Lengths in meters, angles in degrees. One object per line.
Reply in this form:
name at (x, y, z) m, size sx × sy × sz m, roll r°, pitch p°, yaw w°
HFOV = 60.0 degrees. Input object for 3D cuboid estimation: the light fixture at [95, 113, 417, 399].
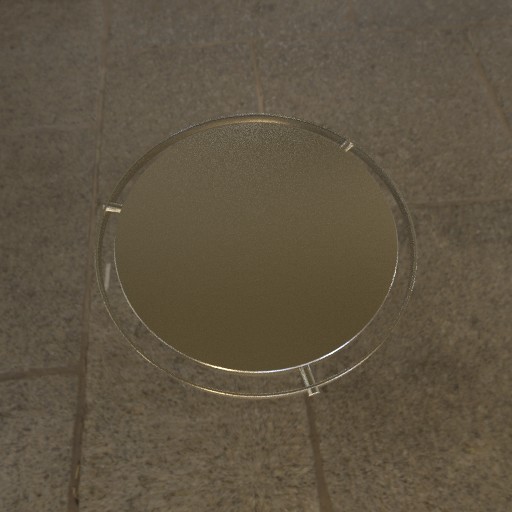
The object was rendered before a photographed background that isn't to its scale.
light fixture at (0.000, 0.000, 0.556) m, size 0.361 × 0.130 × 0.361 m, roll 0°, pitch 63°, yaw 0°
